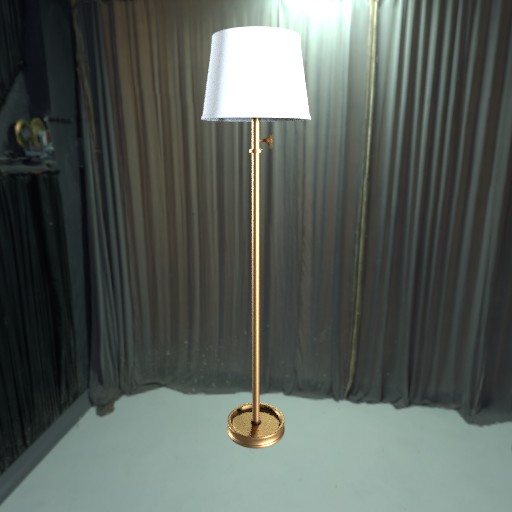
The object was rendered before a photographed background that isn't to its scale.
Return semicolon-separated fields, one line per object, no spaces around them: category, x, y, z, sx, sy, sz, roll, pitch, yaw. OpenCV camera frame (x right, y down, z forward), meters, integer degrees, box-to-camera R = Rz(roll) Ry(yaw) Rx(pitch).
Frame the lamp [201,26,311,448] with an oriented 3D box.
lamp;0.000;0.000;0.786;0.178;0.710;0.178;0;15;0
